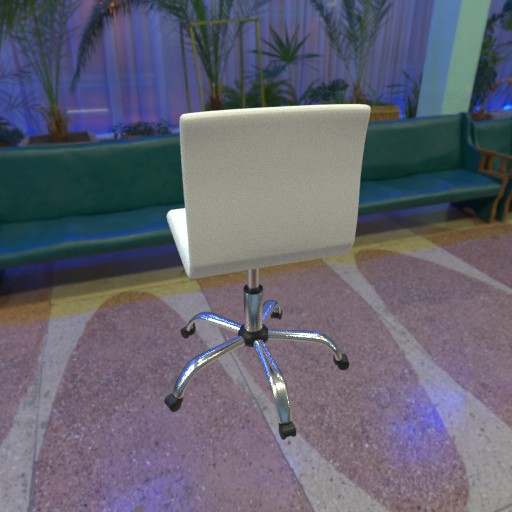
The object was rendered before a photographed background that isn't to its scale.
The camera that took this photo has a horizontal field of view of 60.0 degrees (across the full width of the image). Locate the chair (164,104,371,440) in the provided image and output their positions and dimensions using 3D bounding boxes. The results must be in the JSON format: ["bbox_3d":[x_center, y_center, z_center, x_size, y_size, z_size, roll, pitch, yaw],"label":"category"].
[{"bbox_3d":[0.000,0.000,1.148,0.556,0.780,0.530,-9,28,-16],"label":"chair"}]
